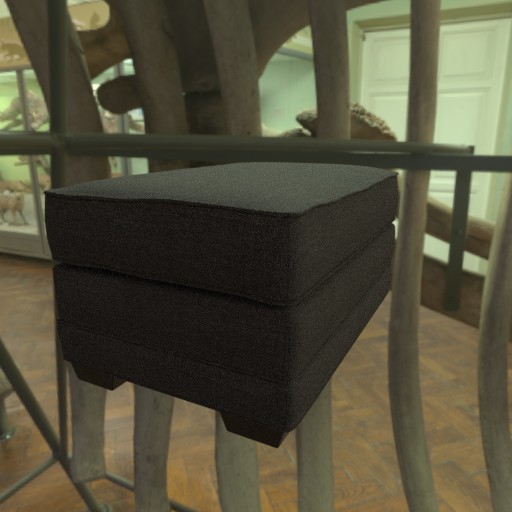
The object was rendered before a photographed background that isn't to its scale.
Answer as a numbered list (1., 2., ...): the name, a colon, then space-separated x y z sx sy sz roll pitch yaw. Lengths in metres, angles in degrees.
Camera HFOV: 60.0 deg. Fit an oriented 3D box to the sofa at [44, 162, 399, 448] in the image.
1. sofa: 0.000 0.000 1.177 0.578 0.457 0.854 8 17 26
